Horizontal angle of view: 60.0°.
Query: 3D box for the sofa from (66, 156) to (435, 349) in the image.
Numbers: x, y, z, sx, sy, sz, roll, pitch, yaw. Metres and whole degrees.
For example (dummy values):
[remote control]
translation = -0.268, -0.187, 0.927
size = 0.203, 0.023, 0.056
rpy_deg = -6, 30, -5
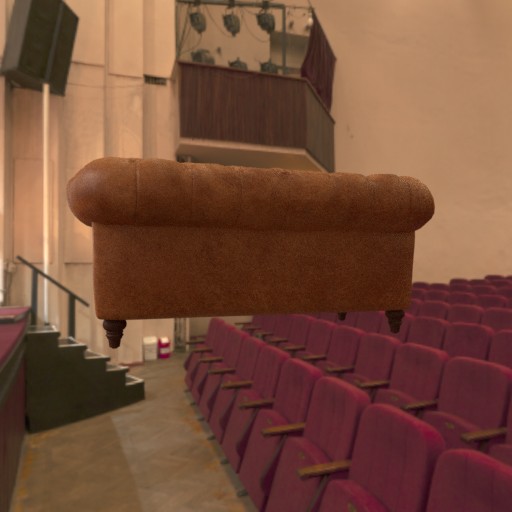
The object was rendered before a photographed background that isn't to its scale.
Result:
[sofa]
translation = 0.000, 0.000, 2.476
size = 1.979, 0.877, 1.042
rpy_deg = 0, -1, -17
